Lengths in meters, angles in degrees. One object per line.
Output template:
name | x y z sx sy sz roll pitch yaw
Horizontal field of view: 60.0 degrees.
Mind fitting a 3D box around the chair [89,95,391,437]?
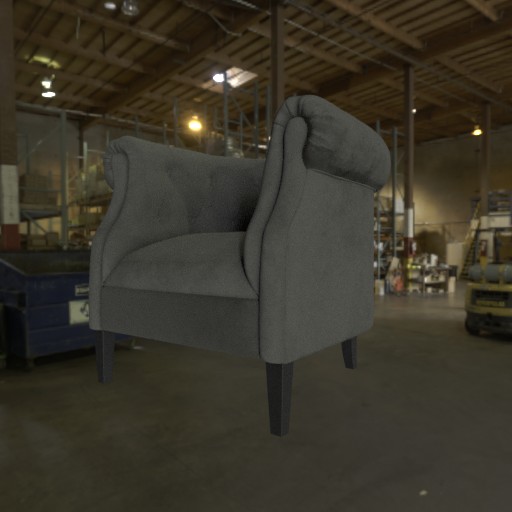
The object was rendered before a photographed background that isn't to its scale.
chair | 0.000 0.000 1.553 0.904 0.826 0.851 1 1 36
